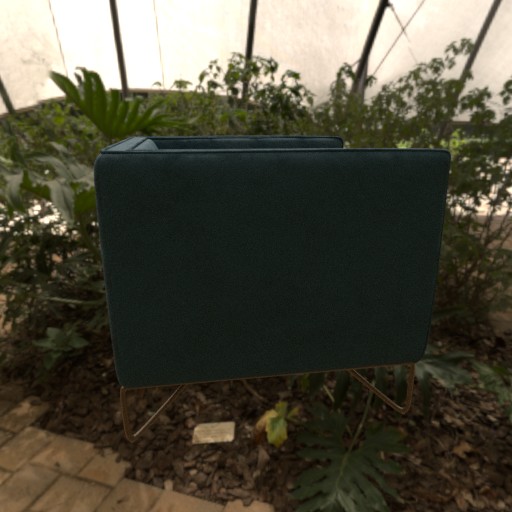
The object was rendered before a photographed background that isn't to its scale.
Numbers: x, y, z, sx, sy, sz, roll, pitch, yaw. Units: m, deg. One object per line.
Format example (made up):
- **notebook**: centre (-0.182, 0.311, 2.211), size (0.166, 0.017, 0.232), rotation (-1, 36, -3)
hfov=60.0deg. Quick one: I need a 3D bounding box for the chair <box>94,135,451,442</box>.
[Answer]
- **chair**: centre (0.000, 0.000, 1.555), size (0.894, 0.790, 0.880), rotation (-3, 18, -9)
